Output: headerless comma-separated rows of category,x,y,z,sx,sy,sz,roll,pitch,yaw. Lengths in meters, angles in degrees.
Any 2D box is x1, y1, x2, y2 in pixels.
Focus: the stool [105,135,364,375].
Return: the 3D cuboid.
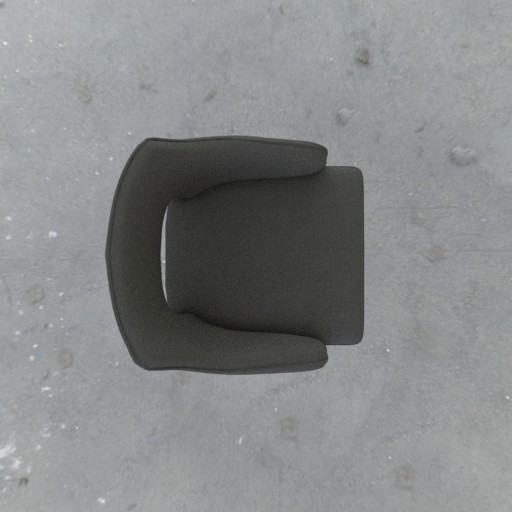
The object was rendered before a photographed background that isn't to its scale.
stool,0.000,0.000,1.261,0.558,0.912,0.548,0,89,1
